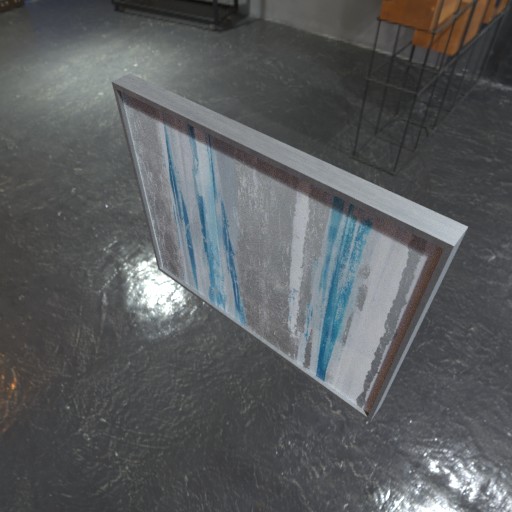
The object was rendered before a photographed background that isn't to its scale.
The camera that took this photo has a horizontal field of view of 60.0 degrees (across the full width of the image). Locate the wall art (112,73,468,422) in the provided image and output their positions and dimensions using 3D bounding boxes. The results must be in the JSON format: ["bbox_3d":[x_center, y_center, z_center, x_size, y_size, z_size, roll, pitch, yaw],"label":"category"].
[{"bbox_3d":[0.000,0.000,0.749,0.557,0.450,0.037,32,55,26],"label":"wall art"}]
